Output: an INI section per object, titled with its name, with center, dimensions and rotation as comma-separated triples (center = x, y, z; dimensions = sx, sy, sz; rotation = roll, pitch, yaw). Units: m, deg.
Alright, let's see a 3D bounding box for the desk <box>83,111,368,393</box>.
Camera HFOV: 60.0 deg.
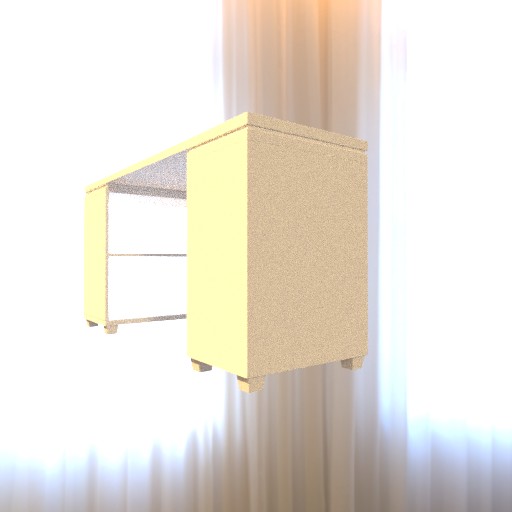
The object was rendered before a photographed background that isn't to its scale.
[desk]
center = 0.000, 0.000, 2.155
dimensions = 1.199, 0.759, 1.524
rotation = 0, -1, -37
